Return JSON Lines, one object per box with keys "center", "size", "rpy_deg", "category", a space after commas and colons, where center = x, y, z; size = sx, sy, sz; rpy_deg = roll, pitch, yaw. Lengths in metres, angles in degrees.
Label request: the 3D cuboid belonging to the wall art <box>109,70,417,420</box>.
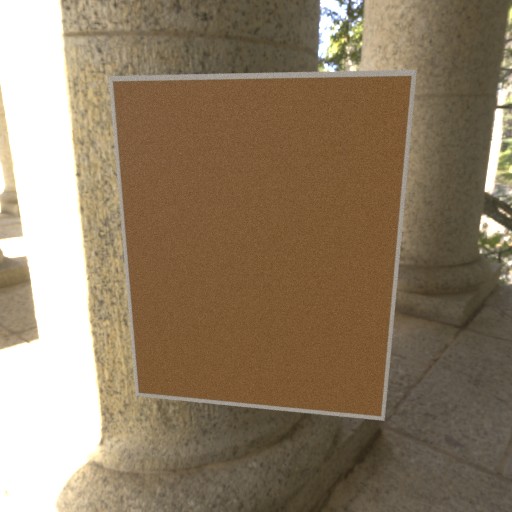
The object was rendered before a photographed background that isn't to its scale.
{"center": [0.000, 0.000, 0.719], "size": [0.443, 0.549, 0.030], "rpy_deg": [3, 16, 9], "category": "wall art"}
